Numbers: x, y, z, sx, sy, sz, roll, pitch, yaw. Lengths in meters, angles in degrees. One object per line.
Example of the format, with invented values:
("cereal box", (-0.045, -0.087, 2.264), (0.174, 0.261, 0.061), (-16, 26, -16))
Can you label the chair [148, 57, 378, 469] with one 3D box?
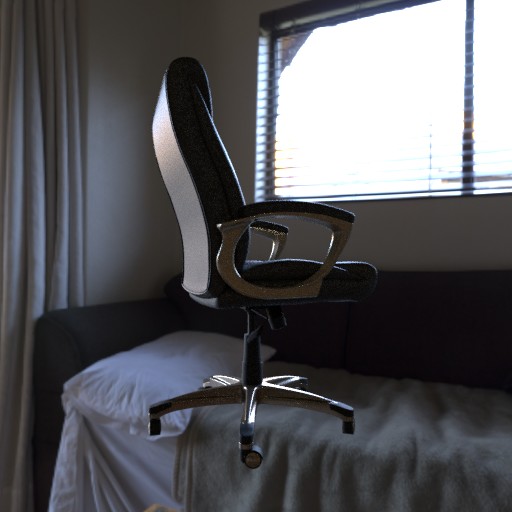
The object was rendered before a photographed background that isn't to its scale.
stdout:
("chair", (0.000, 0.000, 1.589), (0.748, 1.188, 0.694), (0, -1, -18))
